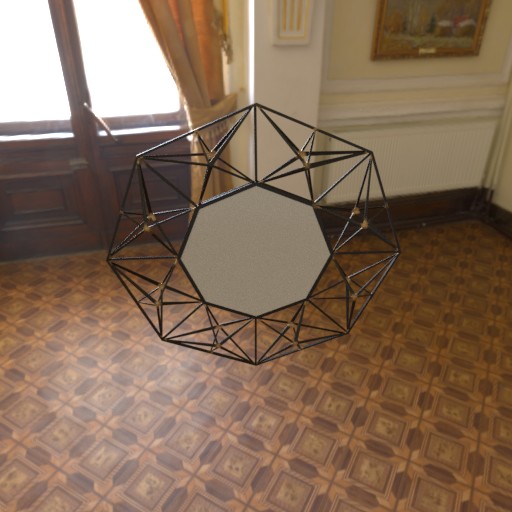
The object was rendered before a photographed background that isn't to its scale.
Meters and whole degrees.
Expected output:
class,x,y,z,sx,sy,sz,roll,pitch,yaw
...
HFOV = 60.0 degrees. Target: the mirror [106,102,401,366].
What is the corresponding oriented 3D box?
class,x,y,z,sx,sy,sz,roll,pitch,yaw
mirror,0.000,0.000,1.066,0.710,0.710,0.094,-2,30,-3
